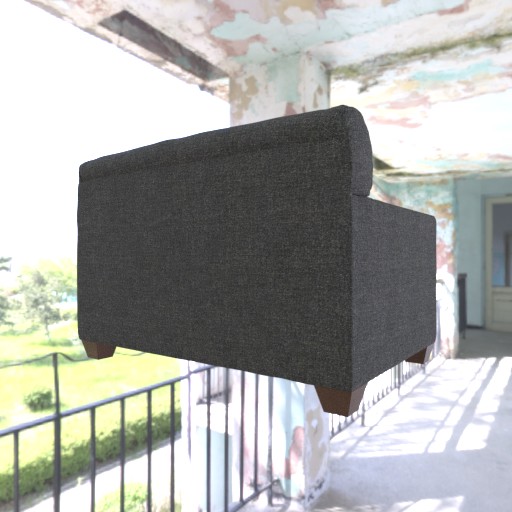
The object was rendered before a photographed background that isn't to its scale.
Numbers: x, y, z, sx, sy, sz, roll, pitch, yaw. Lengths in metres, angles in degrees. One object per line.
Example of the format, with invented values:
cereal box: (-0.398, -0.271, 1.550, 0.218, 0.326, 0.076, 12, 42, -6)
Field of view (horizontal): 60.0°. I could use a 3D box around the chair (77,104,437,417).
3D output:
chair: (0.000, 0.000, 2.047, 1.383, 0.948, 1.000, 0, 0, 36)
